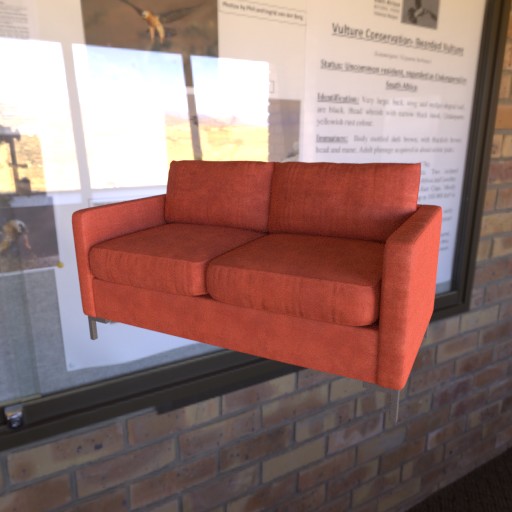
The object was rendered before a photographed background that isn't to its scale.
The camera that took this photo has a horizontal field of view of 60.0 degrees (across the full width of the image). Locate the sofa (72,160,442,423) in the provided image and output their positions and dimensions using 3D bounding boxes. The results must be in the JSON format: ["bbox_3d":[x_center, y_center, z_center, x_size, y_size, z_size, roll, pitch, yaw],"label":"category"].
[{"bbox_3d":[0.000,0.000,2.146,1.574,0.896,0.864,8,17,27],"label":"sofa"}]
